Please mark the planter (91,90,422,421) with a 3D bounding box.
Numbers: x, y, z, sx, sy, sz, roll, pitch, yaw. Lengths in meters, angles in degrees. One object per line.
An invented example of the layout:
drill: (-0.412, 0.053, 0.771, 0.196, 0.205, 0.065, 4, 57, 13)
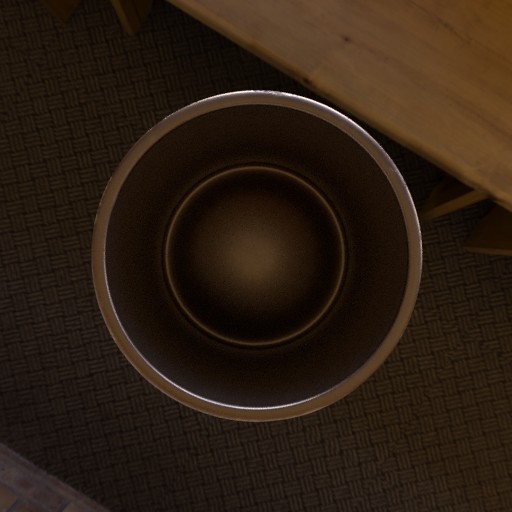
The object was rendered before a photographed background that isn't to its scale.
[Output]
planter: (0.000, 0.000, 0.440, 0.254, 0.221, 0.254, 0, 90, -1)
